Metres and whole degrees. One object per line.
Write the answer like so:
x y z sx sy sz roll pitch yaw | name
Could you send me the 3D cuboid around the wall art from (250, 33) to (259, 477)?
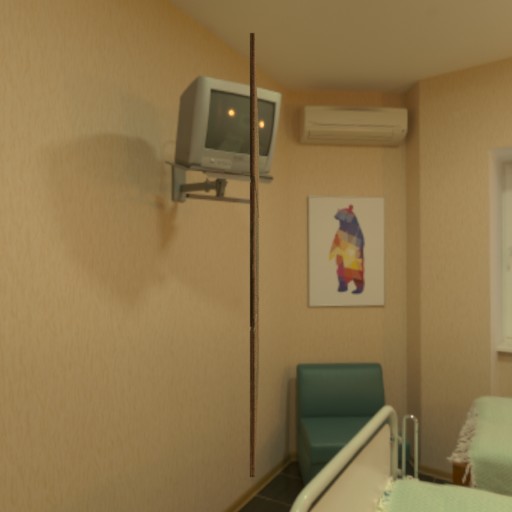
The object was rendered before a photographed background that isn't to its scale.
0.000 0.000 1.817 0.013 1.213 1.215 0 -1 1 | wall art
